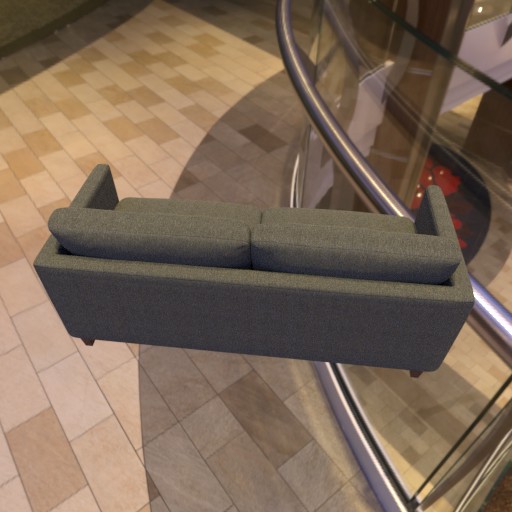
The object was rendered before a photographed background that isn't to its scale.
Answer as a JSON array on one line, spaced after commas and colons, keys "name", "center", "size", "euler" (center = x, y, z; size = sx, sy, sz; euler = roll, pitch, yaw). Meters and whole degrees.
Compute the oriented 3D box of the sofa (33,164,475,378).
[{"name": "sofa", "center": [0.000, 0.000, 2.668], "size": [2.208, 0.965, 0.948], "euler": [5, 45, 4]}]
